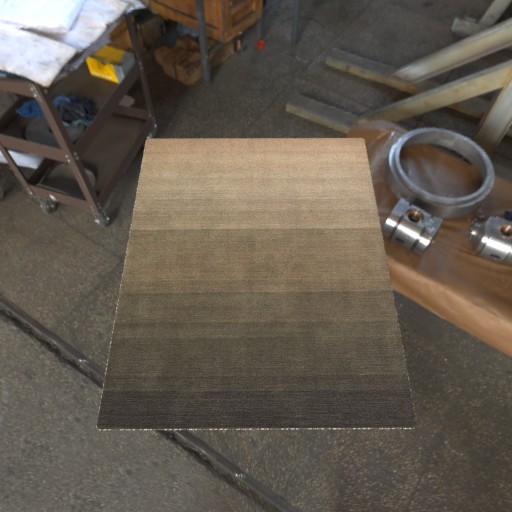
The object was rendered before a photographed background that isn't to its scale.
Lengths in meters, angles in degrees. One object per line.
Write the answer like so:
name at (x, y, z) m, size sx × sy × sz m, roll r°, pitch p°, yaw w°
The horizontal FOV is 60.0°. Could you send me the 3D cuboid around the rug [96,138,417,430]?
rug at (0.000, 0.000, 3.918) m, size 2.306 × 0.017 × 2.902 m, roll 0°, pitch 59°, yaw 0°
